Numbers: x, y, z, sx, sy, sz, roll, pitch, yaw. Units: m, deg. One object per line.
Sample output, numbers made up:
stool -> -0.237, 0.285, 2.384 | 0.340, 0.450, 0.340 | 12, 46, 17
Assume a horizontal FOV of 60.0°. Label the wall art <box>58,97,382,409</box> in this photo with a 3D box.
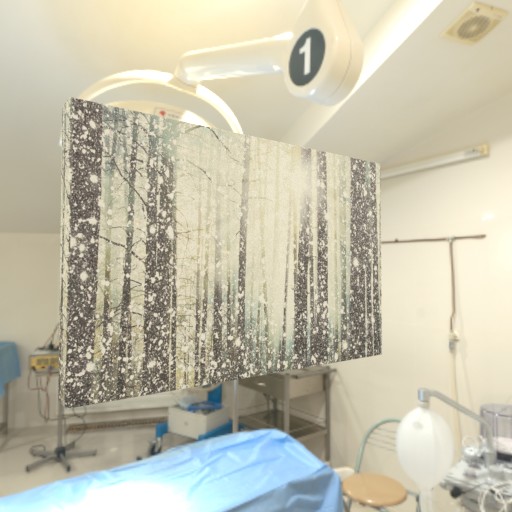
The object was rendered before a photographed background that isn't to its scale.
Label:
wall art -> 0.000, 0.000, 0.758 | 0.618, 0.398, 0.042 | 1, -2, -35
